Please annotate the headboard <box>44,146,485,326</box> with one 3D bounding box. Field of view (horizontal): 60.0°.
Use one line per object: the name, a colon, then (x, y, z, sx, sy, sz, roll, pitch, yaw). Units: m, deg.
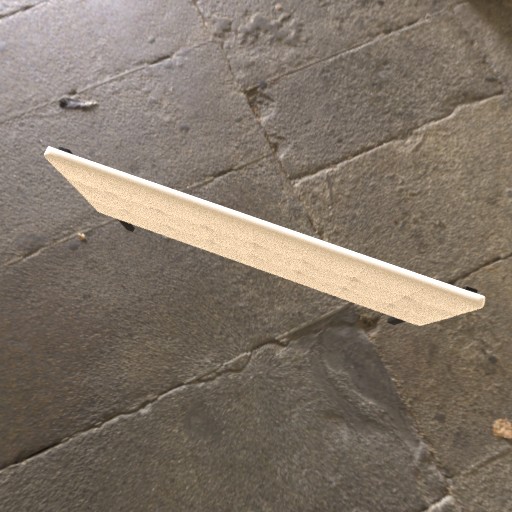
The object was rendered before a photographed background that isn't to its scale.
headboard: (0.000, 0.000, 2.909, 2.362, 1.410, 0.120, 19, 76, 5)
